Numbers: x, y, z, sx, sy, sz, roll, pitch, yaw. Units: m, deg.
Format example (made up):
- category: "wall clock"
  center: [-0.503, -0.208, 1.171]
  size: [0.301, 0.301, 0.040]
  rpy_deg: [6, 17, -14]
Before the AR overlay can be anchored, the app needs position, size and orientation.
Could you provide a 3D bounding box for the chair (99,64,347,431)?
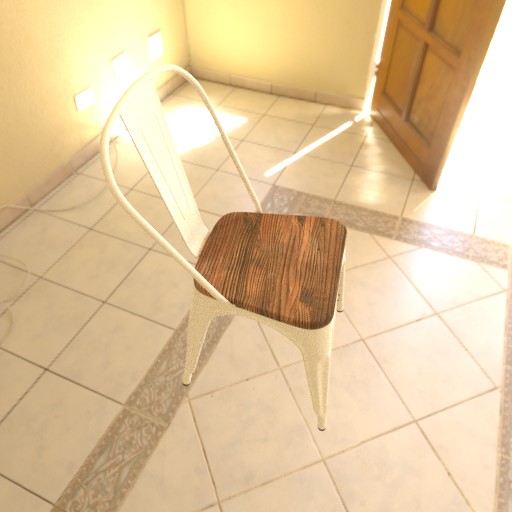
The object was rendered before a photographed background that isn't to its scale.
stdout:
- category: "chair"
  center: [0.000, 0.000, 1.143]
  size: [0.521, 0.851, 0.452]
  rpy_deg: [10, 47, 10]
